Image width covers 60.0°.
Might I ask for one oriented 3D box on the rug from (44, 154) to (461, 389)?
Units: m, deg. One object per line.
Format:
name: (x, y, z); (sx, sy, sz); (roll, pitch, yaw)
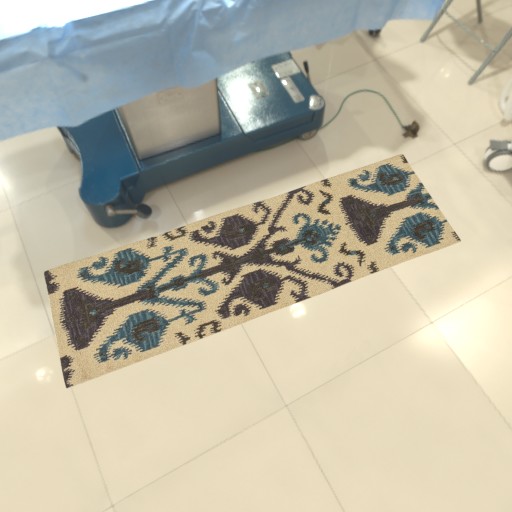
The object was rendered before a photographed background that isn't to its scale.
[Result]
rug: (0.000, 0.000, 2.533); (2.301, 0.017, 0.692); (-19, 65, -9)
